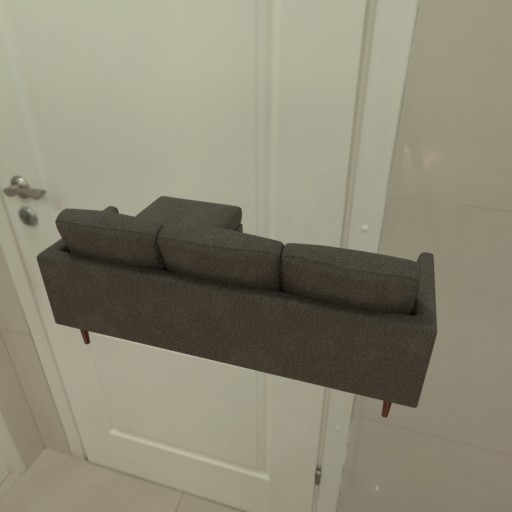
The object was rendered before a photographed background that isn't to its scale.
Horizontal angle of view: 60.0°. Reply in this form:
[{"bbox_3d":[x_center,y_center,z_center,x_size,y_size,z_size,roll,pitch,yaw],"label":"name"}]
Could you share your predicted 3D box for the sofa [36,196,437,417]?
[{"bbox_3d":[0.000,0.000,3.014,2.233,0.956,1.504,9,32,15],"label":"sofa"}]
